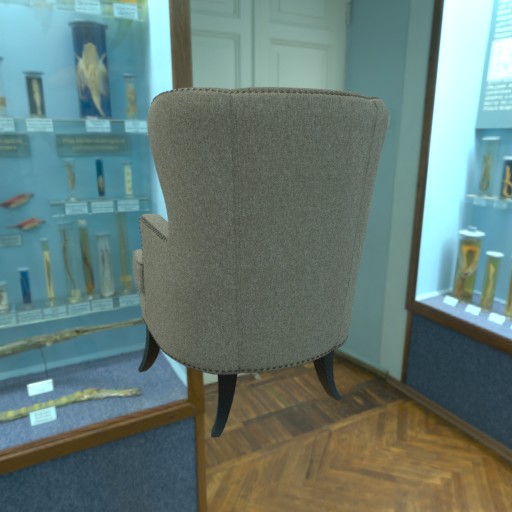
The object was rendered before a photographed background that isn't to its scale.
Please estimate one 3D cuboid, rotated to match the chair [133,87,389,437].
[{"bbox_3d":[0.000,0.000,1.576,0.759,1.060,0.758,-7,16,-25],"label":"chair"}]
